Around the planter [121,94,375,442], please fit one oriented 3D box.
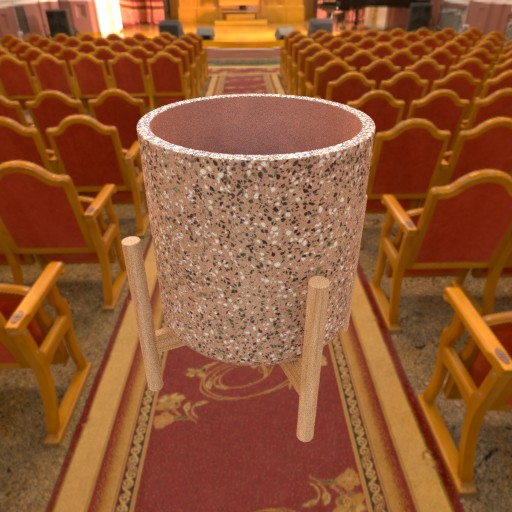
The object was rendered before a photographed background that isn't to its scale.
[{"bbox_3d":[0.000,0.000,0.688,0.360,0.419,0.360,-1,32,-1],"label":"planter"}]
